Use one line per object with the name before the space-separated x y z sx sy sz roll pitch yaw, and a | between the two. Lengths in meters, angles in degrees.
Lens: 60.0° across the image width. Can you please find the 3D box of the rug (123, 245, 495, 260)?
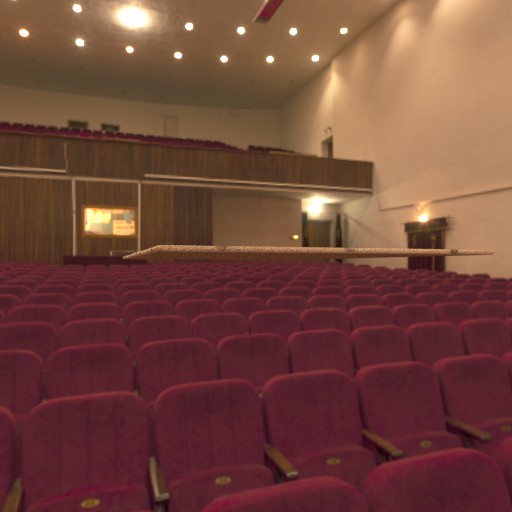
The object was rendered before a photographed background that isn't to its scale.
rug | 0.000 0.000 3.353 1.801 0.026 2.701 0 -1 -20
